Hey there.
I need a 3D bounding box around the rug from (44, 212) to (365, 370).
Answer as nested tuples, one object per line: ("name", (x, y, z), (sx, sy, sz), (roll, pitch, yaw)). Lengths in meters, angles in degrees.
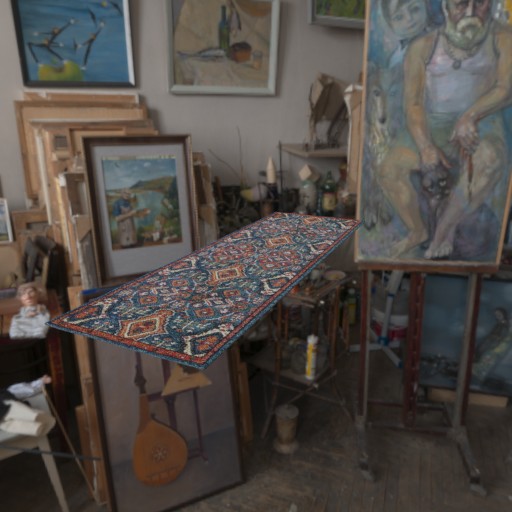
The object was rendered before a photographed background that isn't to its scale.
("rug", (0.000, 0.000, 2.748), (0.801, 0.010, 2.459), (9, 20, 25))
